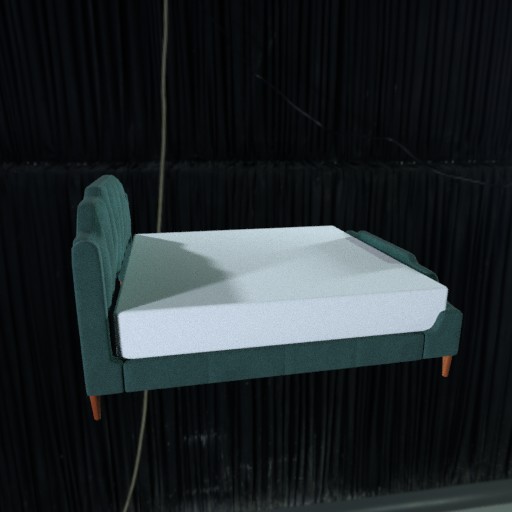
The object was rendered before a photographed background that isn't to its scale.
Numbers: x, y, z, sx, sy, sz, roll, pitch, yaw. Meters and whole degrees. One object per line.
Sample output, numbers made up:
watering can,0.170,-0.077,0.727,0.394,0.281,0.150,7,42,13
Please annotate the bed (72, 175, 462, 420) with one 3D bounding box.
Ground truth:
bed,0.000,0.000,3.523,2.340,1.245,2.074,-3,16,-11
